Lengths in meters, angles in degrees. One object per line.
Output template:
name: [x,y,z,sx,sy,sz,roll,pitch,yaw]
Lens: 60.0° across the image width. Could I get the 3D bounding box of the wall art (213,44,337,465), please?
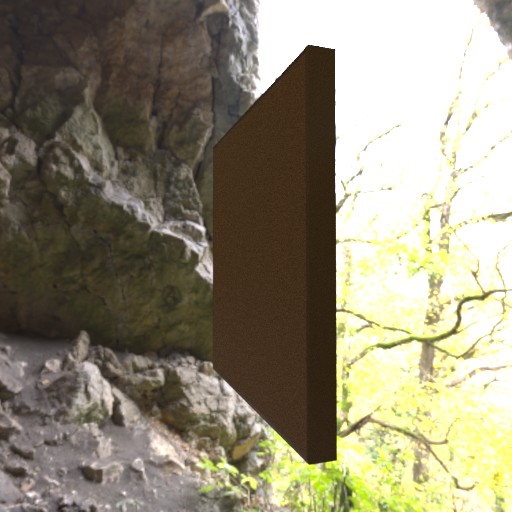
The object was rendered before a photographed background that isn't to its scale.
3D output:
wall art: [0.000,0.000,0.786,0.038,0.511,0.513,0,-1,-19]
